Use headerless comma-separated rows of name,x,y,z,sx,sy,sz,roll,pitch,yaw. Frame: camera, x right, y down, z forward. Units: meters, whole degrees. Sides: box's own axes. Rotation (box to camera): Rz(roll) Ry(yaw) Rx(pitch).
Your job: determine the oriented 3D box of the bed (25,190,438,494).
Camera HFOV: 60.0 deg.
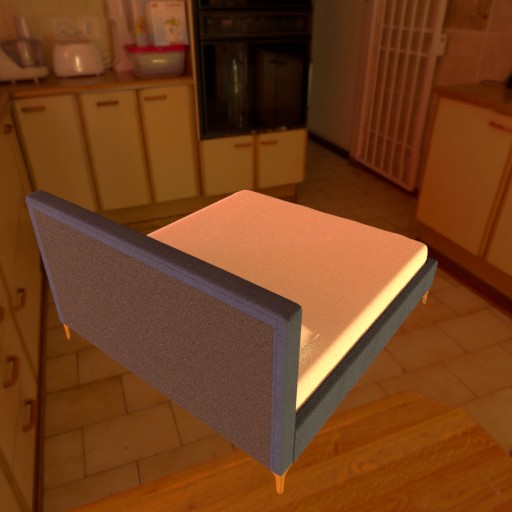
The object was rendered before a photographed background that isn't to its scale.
bed,0.000,0.000,3.375,2.096,1.231,2.232,22,37,32
